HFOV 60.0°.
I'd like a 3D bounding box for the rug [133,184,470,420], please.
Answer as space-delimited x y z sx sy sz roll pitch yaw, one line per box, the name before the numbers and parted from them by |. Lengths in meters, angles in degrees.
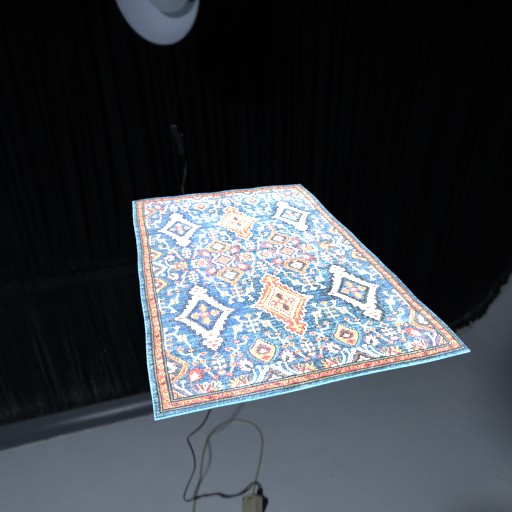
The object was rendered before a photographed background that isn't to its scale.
rug | 0.000 0.000 2.312 1.195 0.014 1.847 -8 31 -14
